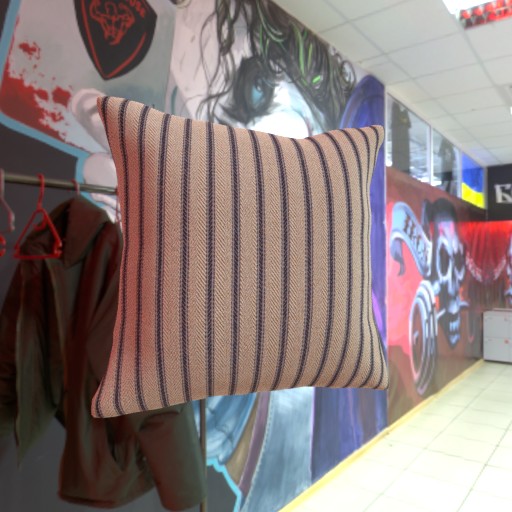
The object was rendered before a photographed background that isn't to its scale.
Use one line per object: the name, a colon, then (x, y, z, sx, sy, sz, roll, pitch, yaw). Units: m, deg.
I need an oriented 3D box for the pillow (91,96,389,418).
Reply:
pillow: (0.000, 0.000, 0.675, 0.468, 0.444, 0.138, 0, -1, -19)
